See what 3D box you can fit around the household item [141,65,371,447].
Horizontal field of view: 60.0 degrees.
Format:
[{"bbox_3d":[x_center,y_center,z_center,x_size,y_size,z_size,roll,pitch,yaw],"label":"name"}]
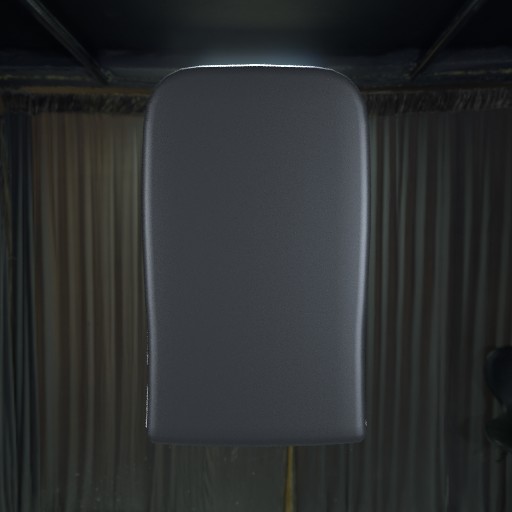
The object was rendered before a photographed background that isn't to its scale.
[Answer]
[{"bbox_3d":[0.000,0.000,0.147,0.070,0.114,0.038,0,0,-1],"label":"household item"}]
